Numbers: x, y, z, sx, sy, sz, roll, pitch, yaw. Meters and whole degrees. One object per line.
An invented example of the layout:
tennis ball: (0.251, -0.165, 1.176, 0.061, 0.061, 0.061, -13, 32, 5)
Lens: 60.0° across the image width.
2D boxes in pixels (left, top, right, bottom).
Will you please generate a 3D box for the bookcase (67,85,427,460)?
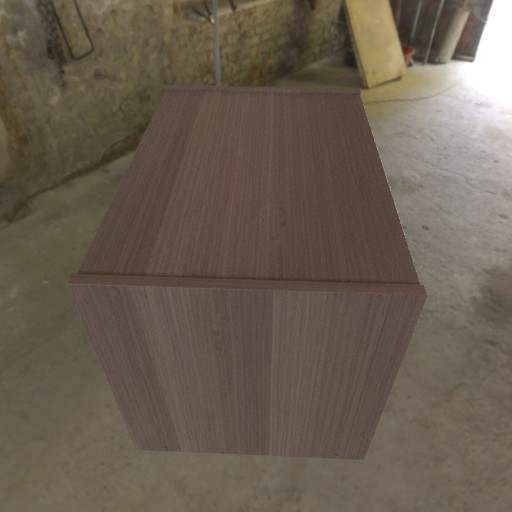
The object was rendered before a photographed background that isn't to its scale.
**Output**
bookcase: (0.000, 0.000, 0.611, 0.290, 0.305, 0.415, 2, 43, 2)
